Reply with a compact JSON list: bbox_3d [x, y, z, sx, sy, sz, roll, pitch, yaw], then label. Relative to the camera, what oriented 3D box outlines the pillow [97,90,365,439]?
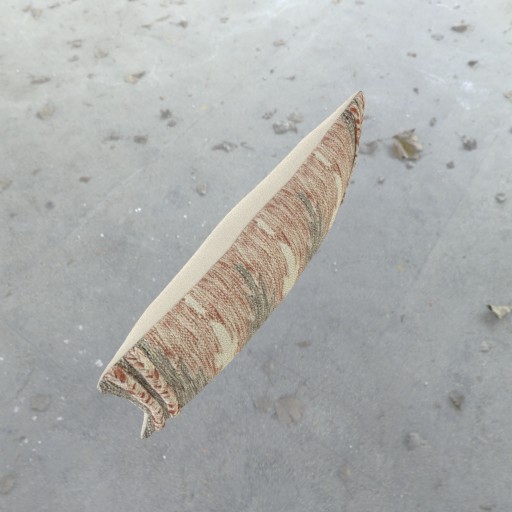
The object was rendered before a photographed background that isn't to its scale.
[{"bbox_3d":[0.000,0.000,0.731,0.139,0.282,0.635,31,63,18],"label":"pillow"}]
